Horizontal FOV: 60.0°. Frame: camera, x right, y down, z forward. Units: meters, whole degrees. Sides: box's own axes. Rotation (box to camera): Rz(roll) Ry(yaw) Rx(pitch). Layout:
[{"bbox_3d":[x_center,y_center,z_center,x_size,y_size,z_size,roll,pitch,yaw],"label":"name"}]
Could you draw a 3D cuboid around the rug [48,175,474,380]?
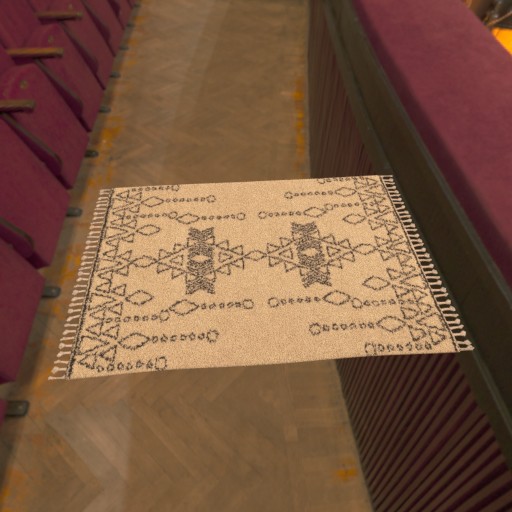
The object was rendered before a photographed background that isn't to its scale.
[{"bbox_3d":[0.000,0.000,3.839,3.027,0.028,2.125,-3,47,-3],"label":"rug"}]
